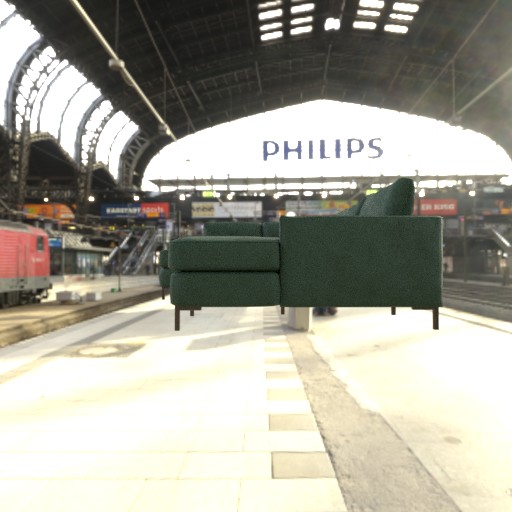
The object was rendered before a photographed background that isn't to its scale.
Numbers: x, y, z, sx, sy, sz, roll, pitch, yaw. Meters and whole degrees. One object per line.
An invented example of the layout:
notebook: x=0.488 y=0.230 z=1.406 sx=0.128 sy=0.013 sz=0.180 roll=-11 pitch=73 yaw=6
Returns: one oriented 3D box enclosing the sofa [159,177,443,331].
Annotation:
sofa: x=0.000 y=0.000 z=3.845 sx=1.992 sy=0.861 sz=2.994 roll=0 pitch=-1 yaw=-1
